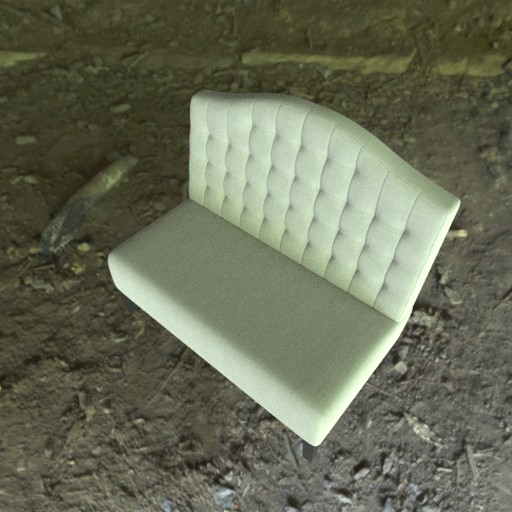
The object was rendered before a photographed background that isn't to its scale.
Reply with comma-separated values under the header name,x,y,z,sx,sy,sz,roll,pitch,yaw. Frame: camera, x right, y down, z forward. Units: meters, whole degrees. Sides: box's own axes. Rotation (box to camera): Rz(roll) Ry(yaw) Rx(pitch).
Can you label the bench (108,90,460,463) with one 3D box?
name,x,y,z,sx,sy,sz,roll,pitch,yaw
bench,0.000,0.000,2.033,1.335,1.180,0.815,32,55,26
